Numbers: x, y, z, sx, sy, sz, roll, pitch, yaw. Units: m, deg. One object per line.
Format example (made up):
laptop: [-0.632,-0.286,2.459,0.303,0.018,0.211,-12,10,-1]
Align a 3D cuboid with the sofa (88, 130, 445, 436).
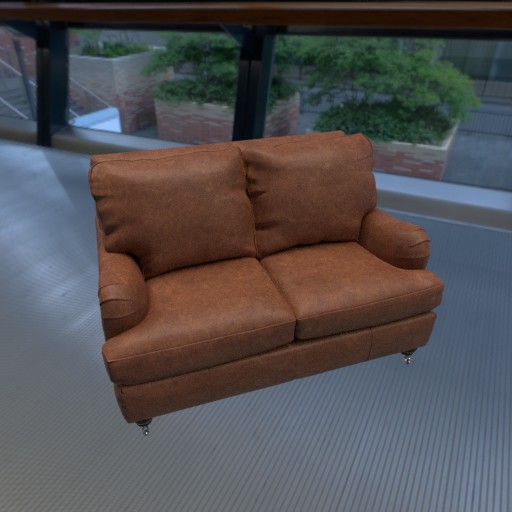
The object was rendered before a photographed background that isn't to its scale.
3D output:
sofa: [0.000,0.000,2.218,1.527,1.004,1.077,-10,33,-16]
